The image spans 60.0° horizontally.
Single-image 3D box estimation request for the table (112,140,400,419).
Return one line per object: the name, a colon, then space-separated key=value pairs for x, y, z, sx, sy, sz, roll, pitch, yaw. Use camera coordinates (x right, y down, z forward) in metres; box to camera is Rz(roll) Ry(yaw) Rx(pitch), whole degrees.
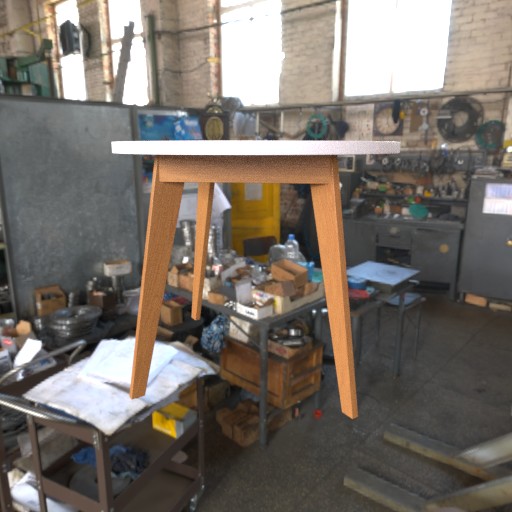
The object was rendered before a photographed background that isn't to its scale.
table: x=0.000 y=0.000 z=1.532 sx=0.896 sy=0.762 sz=0.896 roll=0 pitch=14 yaw=0
